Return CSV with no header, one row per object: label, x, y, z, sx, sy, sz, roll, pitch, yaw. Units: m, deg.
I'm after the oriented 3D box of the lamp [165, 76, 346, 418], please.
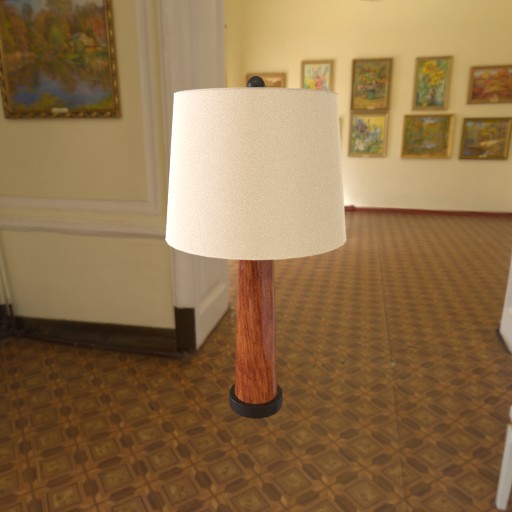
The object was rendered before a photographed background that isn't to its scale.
lamp,0.000,0.000,0.881,0.349,0.667,0.349,0,16,0
